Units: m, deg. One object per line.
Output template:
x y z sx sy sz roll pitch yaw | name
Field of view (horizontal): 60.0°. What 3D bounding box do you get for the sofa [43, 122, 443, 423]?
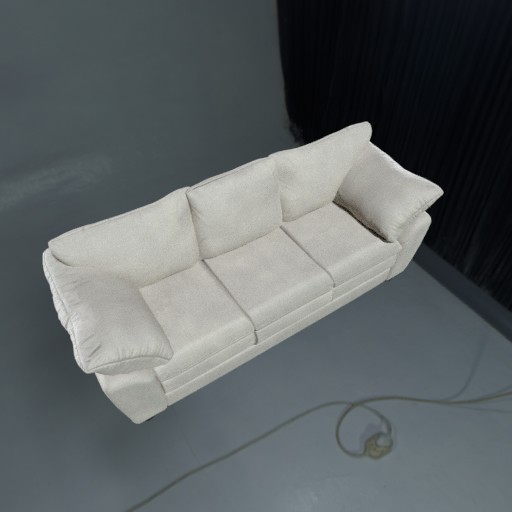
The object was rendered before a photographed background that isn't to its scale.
0.000 0.000 2.788 2.334 0.996 0.878 -25 51 -23 | sofa
